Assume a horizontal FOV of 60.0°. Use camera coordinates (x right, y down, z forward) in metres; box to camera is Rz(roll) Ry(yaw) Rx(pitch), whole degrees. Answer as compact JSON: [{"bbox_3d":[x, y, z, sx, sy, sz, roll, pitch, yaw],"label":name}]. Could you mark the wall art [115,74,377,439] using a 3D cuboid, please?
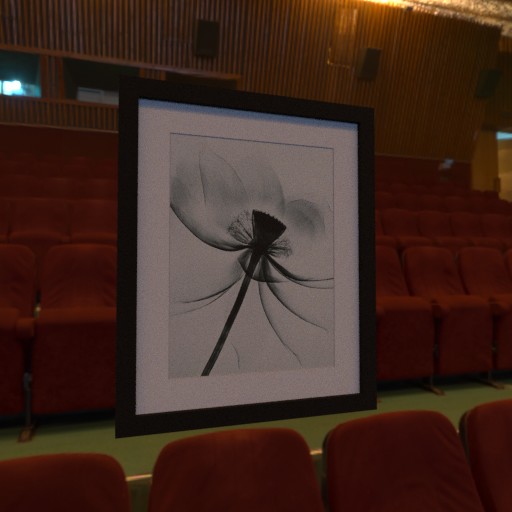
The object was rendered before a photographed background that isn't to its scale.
[{"bbox_3d":[0.000,0.000,0.764,0.457,0.559,0.029,1,-2,-18],"label":"wall art"}]
